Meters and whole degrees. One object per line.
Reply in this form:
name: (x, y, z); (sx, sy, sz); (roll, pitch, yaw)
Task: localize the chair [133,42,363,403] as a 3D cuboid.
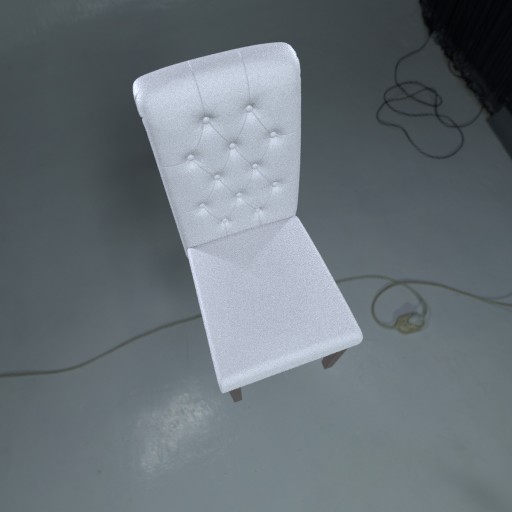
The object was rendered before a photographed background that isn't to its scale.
chair: (0.000, 0.000, 1.376); (0.456, 1.006, 0.671); (-18, 65, -8)
